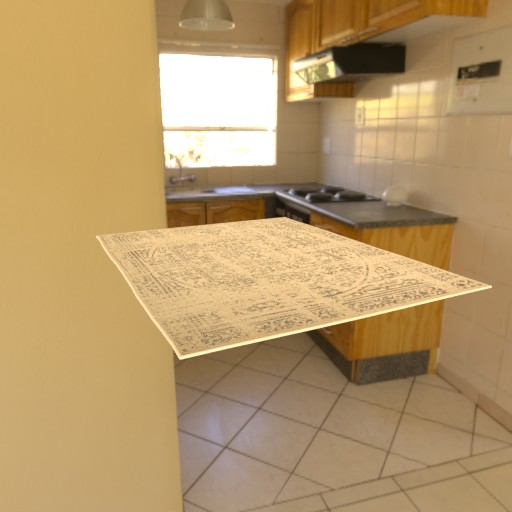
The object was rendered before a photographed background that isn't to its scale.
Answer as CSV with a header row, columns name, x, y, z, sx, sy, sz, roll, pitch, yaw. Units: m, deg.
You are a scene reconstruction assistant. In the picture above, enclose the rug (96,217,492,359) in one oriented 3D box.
name,x,y,z,sx,sy,sz,roll,pitch,yaw
rug,0.000,0.000,3.902,2.311,0.032,2.921,-8,18,-26
